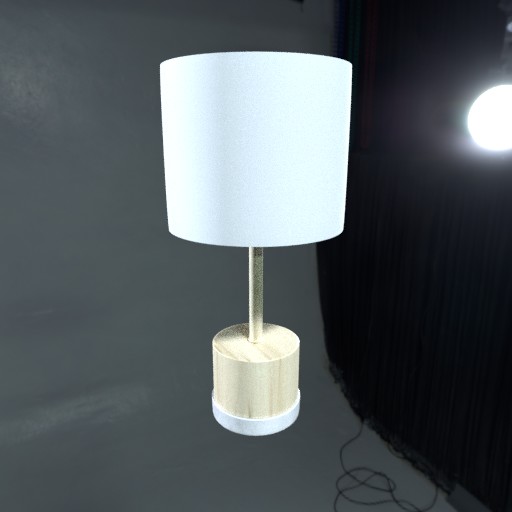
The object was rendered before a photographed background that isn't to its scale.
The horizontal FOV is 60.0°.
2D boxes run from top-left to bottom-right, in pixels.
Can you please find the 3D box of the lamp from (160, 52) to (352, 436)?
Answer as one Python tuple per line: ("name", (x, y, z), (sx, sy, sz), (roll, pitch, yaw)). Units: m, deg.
("lamp", (0.000, 0.000, 0.597), (0.229, 0.470, 0.229), (-8, 17, -27))
